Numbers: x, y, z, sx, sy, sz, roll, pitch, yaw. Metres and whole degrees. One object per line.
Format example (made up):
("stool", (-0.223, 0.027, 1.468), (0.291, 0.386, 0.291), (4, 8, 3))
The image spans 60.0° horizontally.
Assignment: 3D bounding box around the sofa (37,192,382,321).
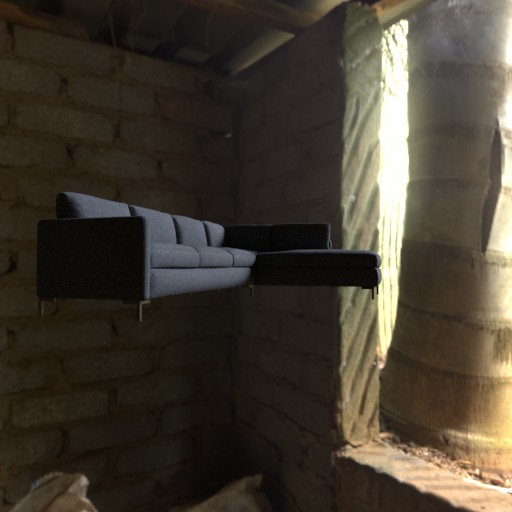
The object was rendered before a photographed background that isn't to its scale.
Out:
("sofa", (0.000, 0.000, 3.885), (2.007, 0.815, 2.949), (0, -1, 19))
